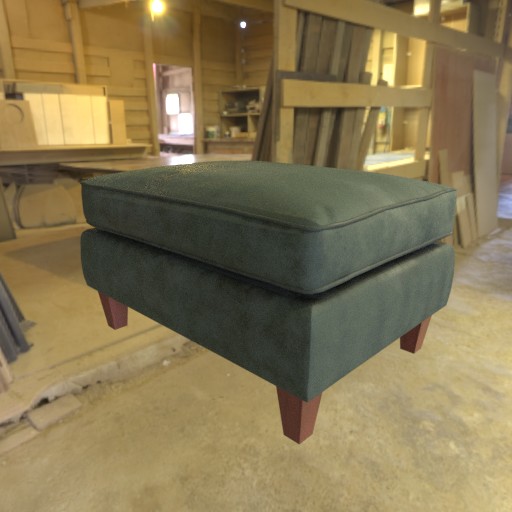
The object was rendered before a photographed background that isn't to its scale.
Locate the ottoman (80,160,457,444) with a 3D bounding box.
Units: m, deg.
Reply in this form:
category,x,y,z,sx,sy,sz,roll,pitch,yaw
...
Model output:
category,x,y,z,sx,sy,sz,roll,pitch,yaw
ottoman,0.000,0.000,1.239,0.864,0.495,0.632,16,23,42
